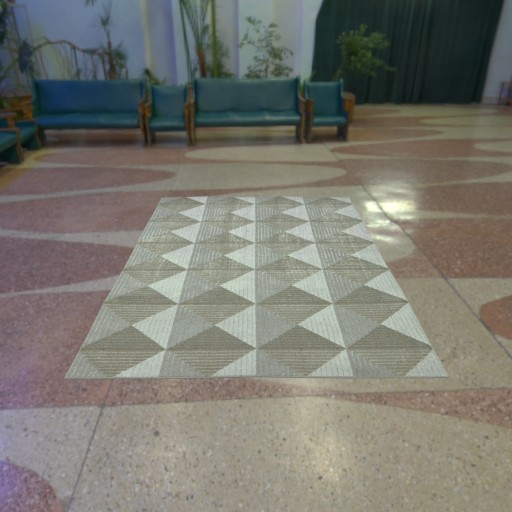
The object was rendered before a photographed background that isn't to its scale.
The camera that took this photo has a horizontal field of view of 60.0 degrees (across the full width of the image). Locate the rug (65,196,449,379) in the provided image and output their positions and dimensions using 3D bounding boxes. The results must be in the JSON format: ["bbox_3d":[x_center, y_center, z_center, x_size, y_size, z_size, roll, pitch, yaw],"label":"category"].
[{"bbox_3d":[0.000,0.000,4.269,2.428,0.027,3.333,0,27,0],"label":"rug"}]
